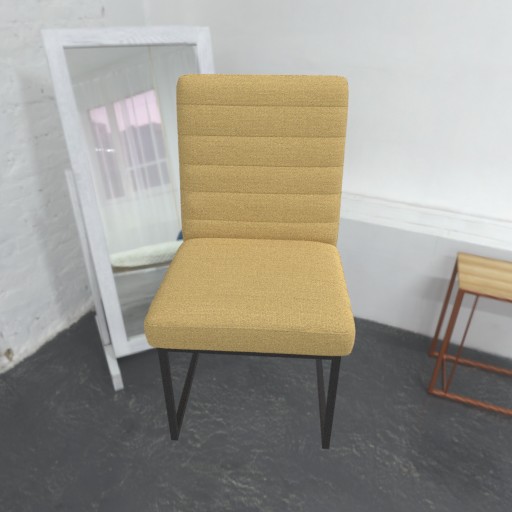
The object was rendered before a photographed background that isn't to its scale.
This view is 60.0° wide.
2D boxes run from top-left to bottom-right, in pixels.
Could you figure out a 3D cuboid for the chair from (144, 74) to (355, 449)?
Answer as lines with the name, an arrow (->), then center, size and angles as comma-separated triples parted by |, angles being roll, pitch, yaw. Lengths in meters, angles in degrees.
chair -> 0.000, 0.000, 1.314 | 0.520, 0.930, 0.634 | 2, 31, 3
